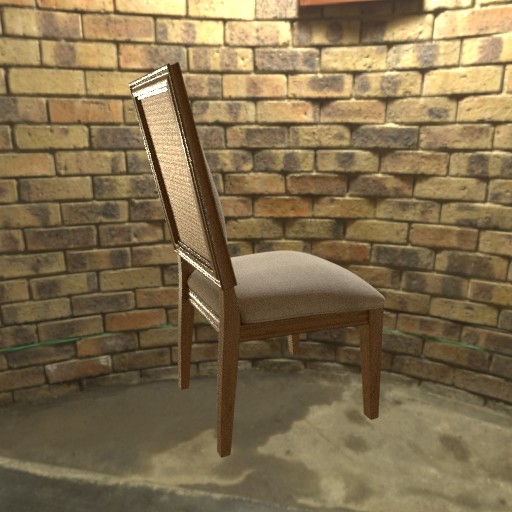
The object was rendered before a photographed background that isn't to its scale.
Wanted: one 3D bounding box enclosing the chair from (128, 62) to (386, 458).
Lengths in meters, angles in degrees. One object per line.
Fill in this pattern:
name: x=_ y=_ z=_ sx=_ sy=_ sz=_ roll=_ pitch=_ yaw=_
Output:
chair: x=0.000 y=0.000 z=1.329 sx=0.601 sy=0.988 sz=0.536 roll=-7 pitch=17 yaw=-25
